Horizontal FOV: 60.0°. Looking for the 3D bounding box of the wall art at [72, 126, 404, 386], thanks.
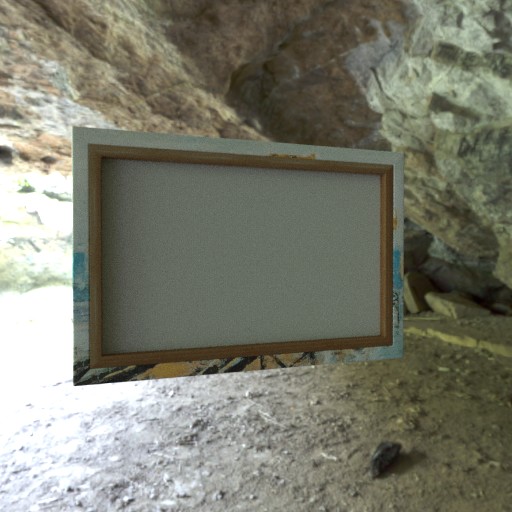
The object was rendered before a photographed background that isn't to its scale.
[{"bbox_3d":[0.000,0.000,1.193,0.913,0.609,0.038,0,1,-18],"label":"wall art"}]
